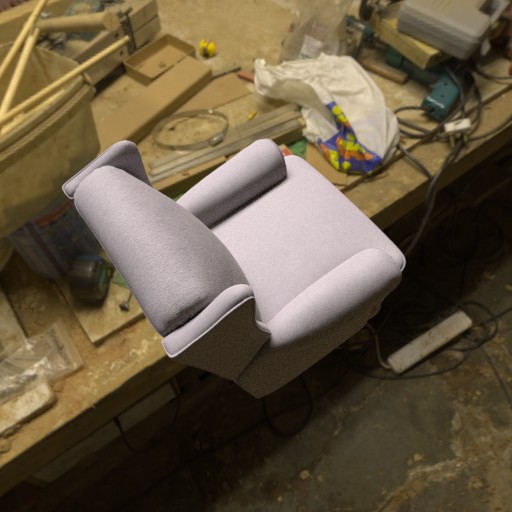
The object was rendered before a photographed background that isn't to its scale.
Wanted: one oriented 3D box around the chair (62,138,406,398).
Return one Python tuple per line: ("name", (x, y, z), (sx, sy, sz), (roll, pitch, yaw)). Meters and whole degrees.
("chair", (0.000, 0.000, 1.689), (0.969, 1.011, 0.847), (-31, 63, -18))
